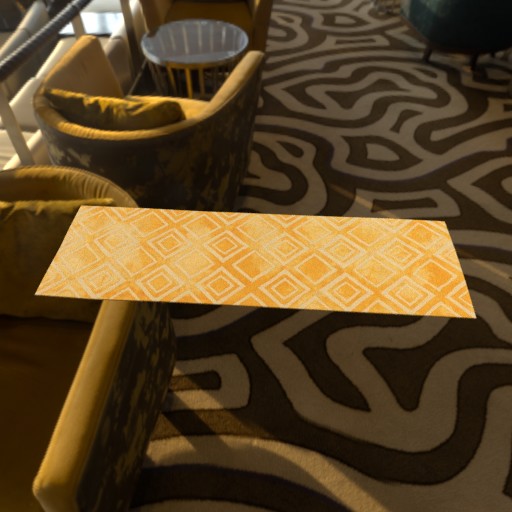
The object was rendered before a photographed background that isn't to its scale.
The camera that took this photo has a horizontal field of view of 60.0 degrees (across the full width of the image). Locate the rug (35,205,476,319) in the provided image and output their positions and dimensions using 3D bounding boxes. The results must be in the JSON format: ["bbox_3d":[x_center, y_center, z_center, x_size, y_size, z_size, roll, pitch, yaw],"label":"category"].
[{"bbox_3d":[0.000,0.000,2.693,2.438,0.010,0.775,3,47,3],"label":"rug"}]
